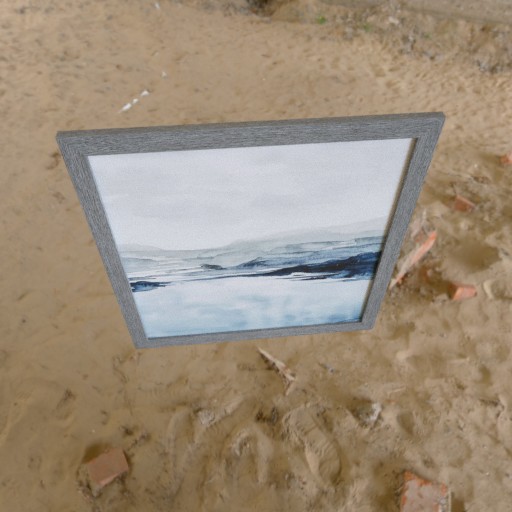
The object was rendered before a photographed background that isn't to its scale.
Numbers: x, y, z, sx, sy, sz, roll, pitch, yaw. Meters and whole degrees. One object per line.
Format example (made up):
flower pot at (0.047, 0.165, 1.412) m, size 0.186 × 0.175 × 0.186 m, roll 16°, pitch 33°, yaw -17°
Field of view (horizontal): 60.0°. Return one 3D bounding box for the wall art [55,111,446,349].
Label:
wall art at (0.000, 0.000, 1.031) m, size 0.685 × 0.685 × 0.020 m, roll -4°, pitch 47°, yaw -4°
